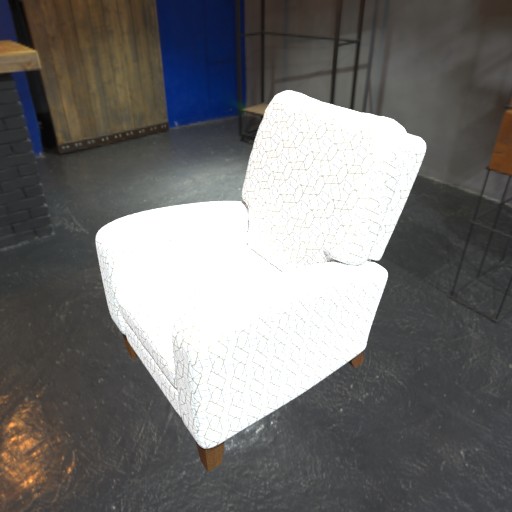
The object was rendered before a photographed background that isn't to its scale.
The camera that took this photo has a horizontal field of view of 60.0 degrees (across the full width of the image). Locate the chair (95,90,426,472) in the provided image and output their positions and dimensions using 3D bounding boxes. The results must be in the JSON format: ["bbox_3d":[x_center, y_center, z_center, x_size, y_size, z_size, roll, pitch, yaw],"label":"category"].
[{"bbox_3d":[0.000,0.000,1.714,0.995,1.064,0.796,-21,38,-30],"label":"chair"}]
